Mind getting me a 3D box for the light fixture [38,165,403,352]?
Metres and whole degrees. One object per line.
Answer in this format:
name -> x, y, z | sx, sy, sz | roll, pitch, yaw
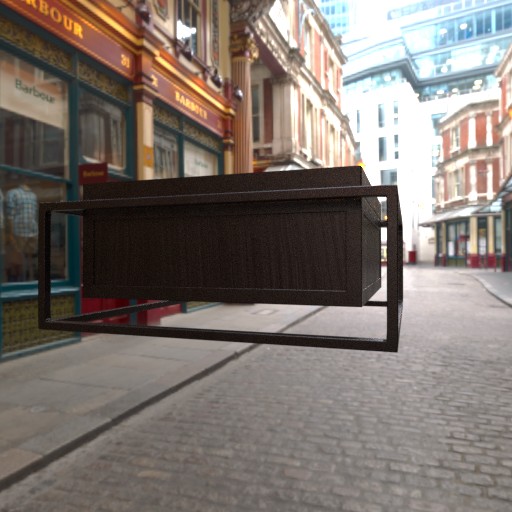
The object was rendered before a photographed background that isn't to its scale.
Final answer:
light fixture -> 0.000, 0.000, 0.707 | 0.441, 0.191, 0.441 | 0, 0, 19
